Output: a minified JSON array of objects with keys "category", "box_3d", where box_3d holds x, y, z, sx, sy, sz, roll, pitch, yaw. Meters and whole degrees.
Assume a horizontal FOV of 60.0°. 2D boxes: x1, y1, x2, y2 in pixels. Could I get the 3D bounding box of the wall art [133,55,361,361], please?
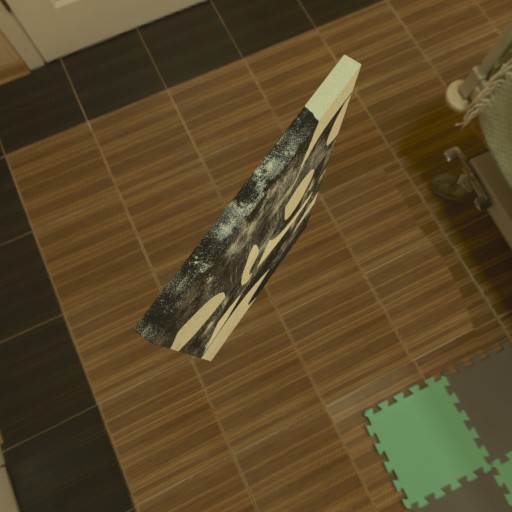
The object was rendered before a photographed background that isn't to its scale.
[{"category":"wall art","box_3d":[0.000,0.000,1.185,0.041,0.915,0.610,34,78,9]}]
